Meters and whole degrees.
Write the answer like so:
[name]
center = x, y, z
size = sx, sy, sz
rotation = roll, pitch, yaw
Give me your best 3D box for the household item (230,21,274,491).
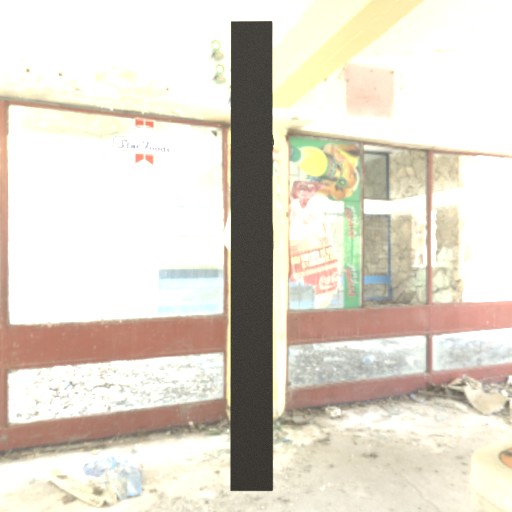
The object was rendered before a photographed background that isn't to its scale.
[household item]
center = 0.000, 0.000, 0.233
size = 0.022, 0.178, 0.133
rotation = 0, 0, 0
